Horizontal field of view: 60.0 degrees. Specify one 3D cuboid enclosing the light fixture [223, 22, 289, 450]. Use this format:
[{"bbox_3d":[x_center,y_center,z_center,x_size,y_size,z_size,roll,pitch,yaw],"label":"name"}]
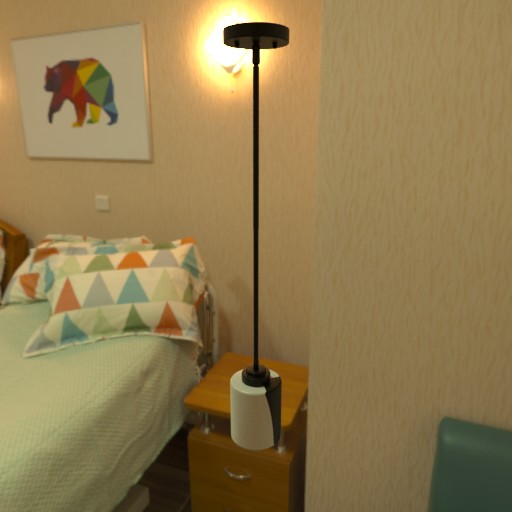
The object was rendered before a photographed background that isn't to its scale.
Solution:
[{"bbox_3d":[0.000,0.000,0.930,0.123,0.863,0.123,-2,15,-8],"label":"light fixture"}]
